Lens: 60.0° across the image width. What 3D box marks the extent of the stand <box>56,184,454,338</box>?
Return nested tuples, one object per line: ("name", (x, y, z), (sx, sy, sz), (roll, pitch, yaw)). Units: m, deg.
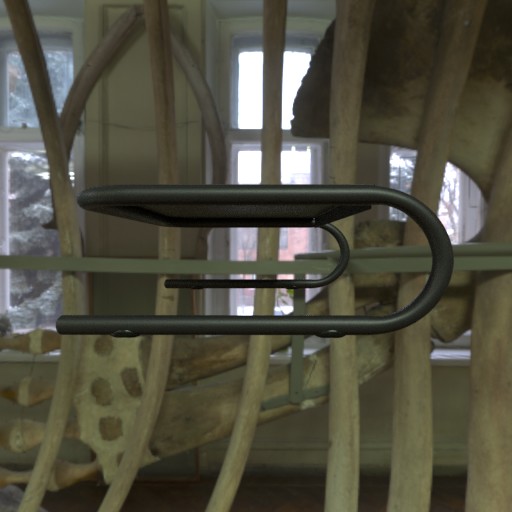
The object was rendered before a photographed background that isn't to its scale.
("stand", (0.000, 0.000, 0.491), (0.280, 0.108, 0.370), (0, 1, 0))
